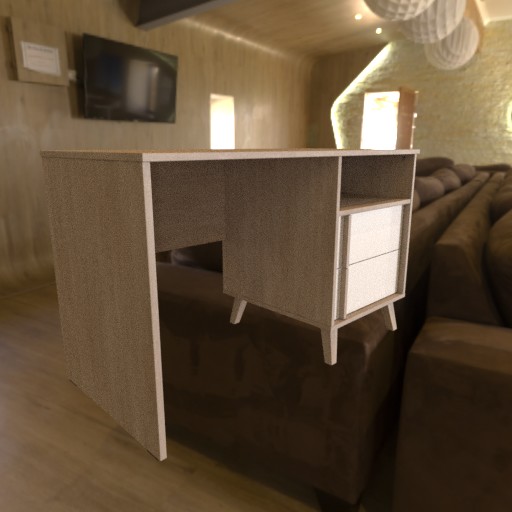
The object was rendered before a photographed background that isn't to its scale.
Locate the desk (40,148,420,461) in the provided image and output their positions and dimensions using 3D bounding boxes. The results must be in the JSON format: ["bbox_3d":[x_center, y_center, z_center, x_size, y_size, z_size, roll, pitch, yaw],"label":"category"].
[{"bbox_3d":[0.000,0.000,1.653,1.251,0.770,0.600,-13,19,-43],"label":"desk"}]
